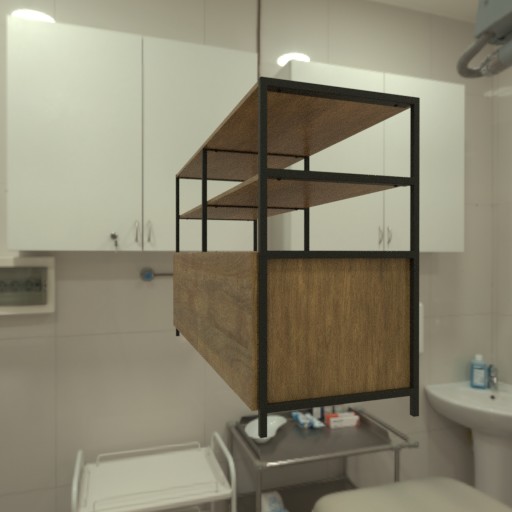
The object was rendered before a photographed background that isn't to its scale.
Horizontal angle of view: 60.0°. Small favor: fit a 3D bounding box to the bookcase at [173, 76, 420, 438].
[{"bbox_3d":[0.000,0.000,1.473,0.391,0.712,1.149,0,0,-18],"label":"bookcase"}]
